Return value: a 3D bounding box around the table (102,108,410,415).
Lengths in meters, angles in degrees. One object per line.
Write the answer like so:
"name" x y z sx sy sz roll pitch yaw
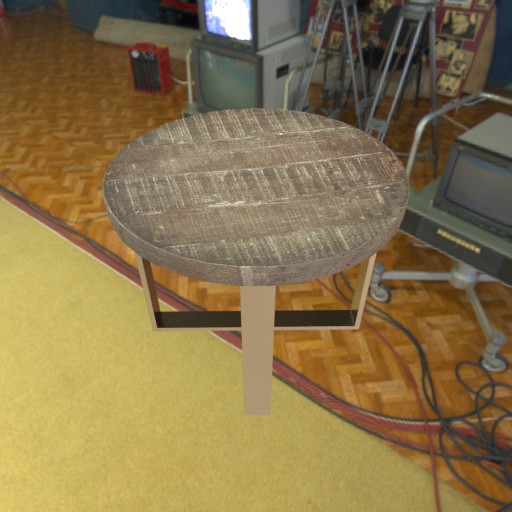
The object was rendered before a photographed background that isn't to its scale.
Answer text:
"table" 0.000 0.000 0.973 0.557 0.437 0.557 0 41 0
